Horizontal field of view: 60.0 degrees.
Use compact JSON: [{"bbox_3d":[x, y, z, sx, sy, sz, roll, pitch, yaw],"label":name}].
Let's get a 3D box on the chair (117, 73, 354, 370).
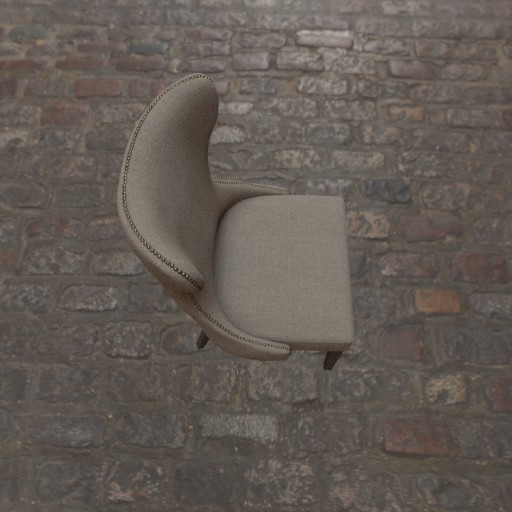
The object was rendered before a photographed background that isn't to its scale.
[{"bbox_3d":[0.000,0.000,1.446,0.635,0.967,0.628,2,63,1],"label":"chair"}]
